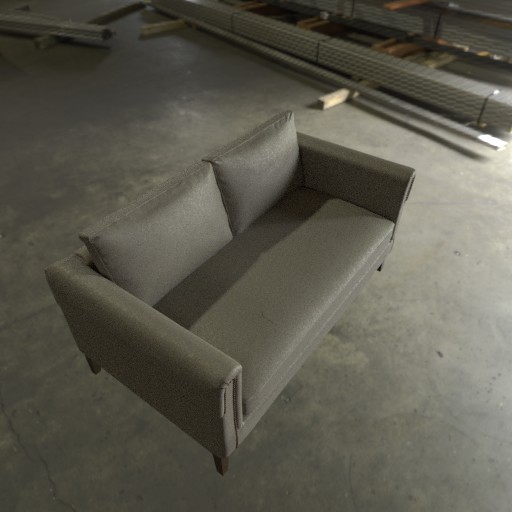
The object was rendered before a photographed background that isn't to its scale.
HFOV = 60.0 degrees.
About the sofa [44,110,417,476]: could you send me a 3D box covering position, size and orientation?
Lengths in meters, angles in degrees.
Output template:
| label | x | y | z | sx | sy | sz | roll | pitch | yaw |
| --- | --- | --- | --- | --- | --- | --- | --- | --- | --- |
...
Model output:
| label | x | y | z | sx | sy | sz | roll | pitch | yaw |
| --- | --- | --- | --- | --- | --- | --- | --- | --- | --- |
| sofa | 0.000 | 0.000 | 2.140 | 0.899 | 0.873 | 1.598 | 26 | 47 | 27 |
